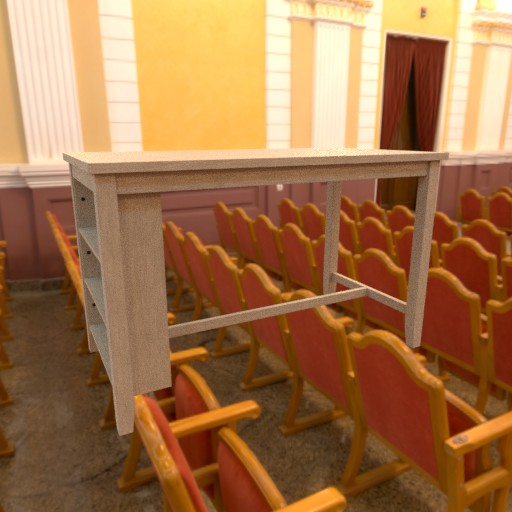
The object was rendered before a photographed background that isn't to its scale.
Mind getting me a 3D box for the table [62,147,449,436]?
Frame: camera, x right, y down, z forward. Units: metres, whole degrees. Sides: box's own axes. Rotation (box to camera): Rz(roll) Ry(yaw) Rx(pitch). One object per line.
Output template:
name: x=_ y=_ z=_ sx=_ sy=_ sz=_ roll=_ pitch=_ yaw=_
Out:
table: x=0.000 y=0.000 z=1.924 sx=1.397 sy=0.874 sz=0.729 roll=-8 pitch=17 yaw=-27
